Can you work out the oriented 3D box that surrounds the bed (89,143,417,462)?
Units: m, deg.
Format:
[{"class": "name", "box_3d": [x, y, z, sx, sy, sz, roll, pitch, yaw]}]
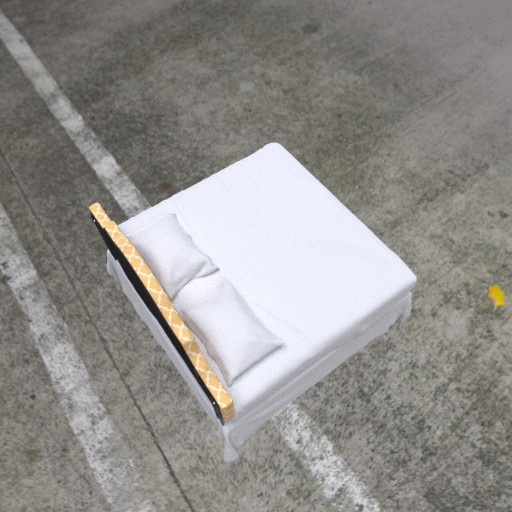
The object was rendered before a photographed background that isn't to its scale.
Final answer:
[{"class": "bed", "box_3d": [0.000, 0.000, 3.849, 2.222, 1.601, 2.314, -32, 64, -18]}]
